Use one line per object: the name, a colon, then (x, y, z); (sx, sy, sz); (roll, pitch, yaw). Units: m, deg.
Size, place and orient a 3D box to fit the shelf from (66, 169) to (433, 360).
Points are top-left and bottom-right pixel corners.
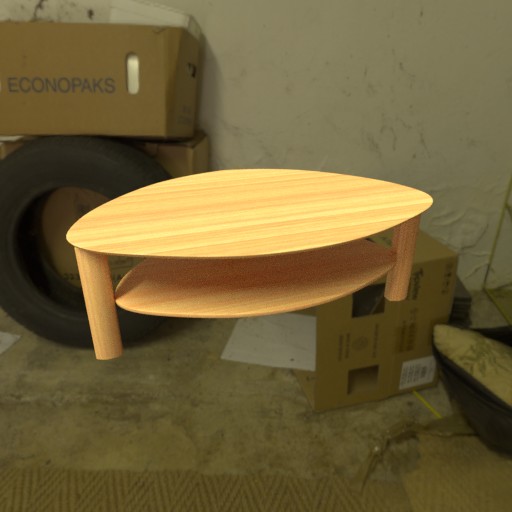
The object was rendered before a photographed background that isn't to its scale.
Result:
shelf: (0.000, 0.000, 1.666); (1.246, 0.440, 0.845); (-9, 28, -17)
